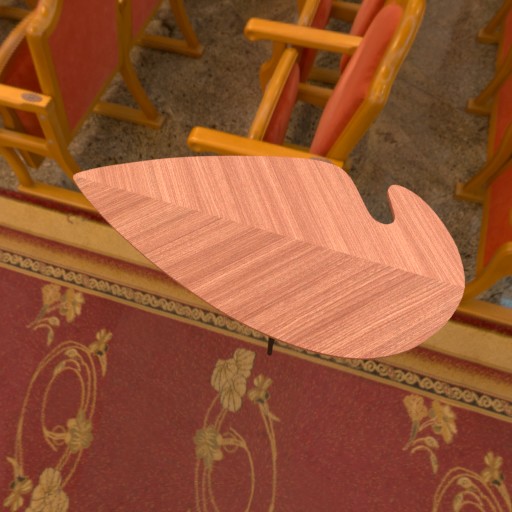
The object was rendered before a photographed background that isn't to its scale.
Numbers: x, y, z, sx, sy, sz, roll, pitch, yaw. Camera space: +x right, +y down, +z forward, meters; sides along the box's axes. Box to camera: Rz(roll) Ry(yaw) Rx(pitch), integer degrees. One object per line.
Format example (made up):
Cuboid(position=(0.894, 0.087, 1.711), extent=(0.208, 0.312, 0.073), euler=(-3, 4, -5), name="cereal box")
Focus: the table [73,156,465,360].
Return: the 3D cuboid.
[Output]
Cuboid(position=(0.000, 0.000, 1.455), extent=(1.199, 0.360, 0.598), euler=(16, 64, 8), name="table")
